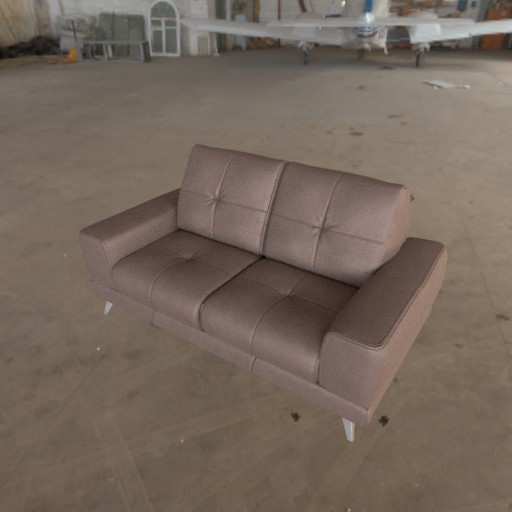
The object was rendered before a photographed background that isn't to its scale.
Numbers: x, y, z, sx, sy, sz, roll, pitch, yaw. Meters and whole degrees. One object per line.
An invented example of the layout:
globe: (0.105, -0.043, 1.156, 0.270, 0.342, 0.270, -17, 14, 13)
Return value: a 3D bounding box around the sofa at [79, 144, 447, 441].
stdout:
sofa: (0.000, 0.000, 2.431, 1.806, 0.907, 1.018, 18, 34, 29)
